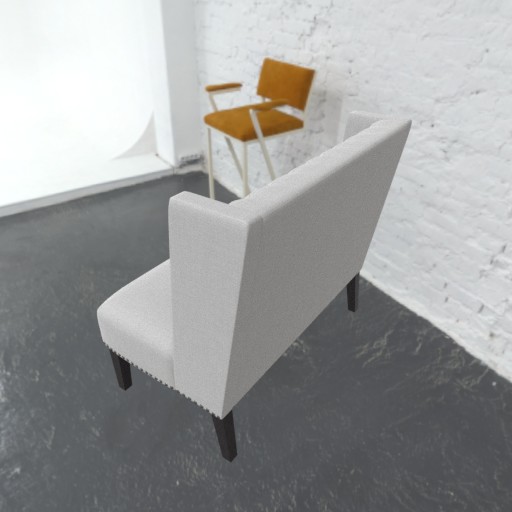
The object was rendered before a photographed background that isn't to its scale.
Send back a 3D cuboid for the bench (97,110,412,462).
[{"bbox_3d":[0.000,0.000,2.060,0.847,1.123,1.280,20,37,30],"label":"bench"}]
